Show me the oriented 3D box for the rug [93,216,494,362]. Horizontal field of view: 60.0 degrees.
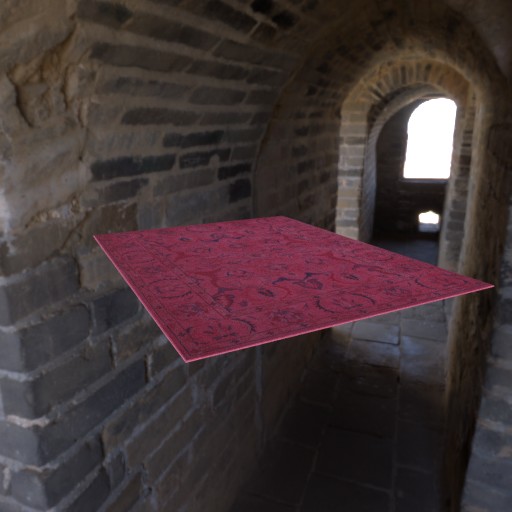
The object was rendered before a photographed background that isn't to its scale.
[{"bbox_3d":[0.000,0.000,3.890,2.300,0.012,2.929,-8,18,-26],"label":"rug"}]
